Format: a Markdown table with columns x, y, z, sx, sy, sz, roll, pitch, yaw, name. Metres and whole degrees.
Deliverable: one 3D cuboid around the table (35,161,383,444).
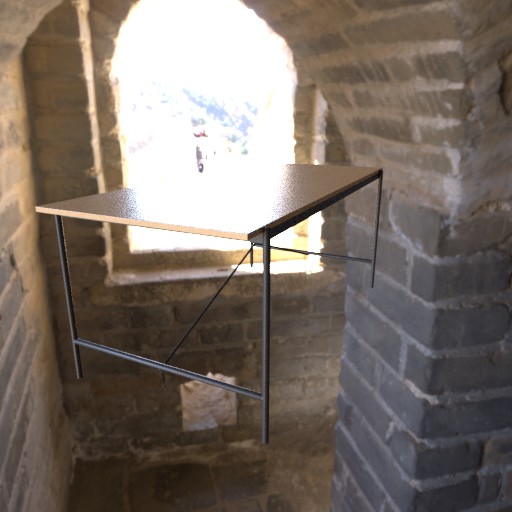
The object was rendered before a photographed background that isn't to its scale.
| x | y | z | sx | sy | sz | roll | pitch | yaw | name |
| --- | --- | --- | --- | --- | --- | --- | --- | --- | --- |
| 0.000 | 0.000 | 2.275 | 0.900 | 0.758 | 1.800 | 9 | 20 | 25 | table |
